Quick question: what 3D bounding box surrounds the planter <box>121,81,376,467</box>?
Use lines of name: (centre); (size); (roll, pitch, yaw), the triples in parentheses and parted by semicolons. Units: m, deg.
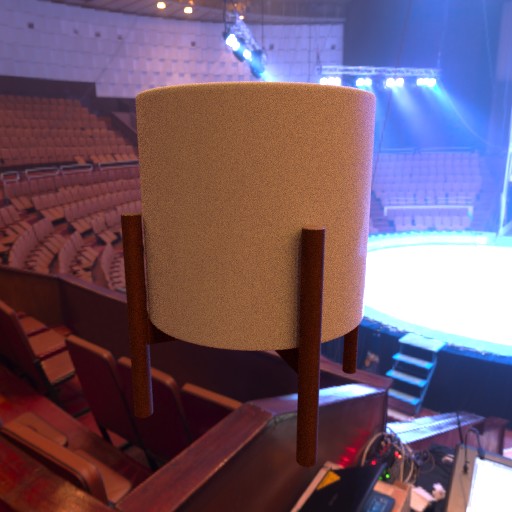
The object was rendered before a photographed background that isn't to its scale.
planter: (0.000, 0.000, 0.863); (0.421, 0.581, 0.420); (7, 15, 26)
